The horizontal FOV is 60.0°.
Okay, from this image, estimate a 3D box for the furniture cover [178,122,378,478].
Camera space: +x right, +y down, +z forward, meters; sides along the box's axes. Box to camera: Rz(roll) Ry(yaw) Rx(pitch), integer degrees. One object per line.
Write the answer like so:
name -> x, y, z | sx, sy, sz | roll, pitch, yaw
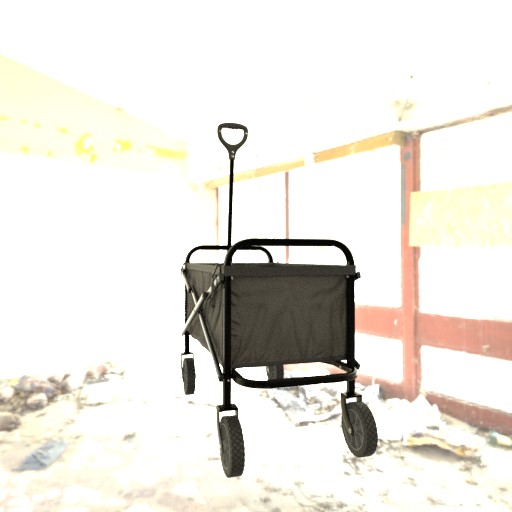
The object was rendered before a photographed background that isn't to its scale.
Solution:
furniture cover -> 0.000, 0.000, 1.794 | 0.532, 1.295, 1.038 | 0, 0, -17
